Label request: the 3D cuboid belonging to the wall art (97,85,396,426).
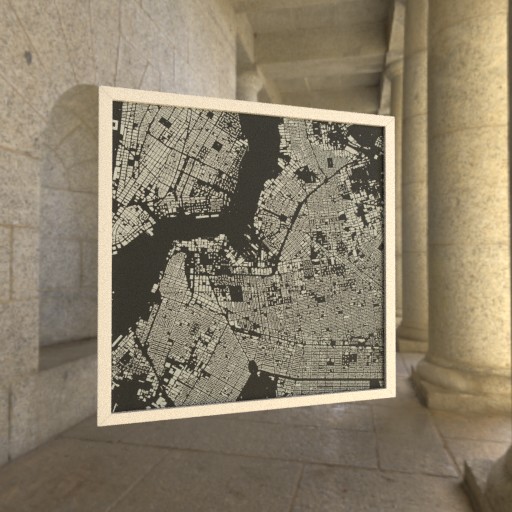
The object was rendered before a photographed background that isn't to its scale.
[{"bbox_3d":[0.000,0.000,0.456,0.305,0.305,0.037,0,-1,-16],"label":"wall art"}]
